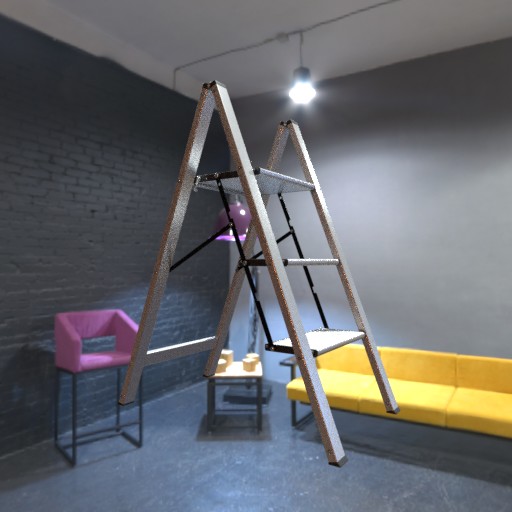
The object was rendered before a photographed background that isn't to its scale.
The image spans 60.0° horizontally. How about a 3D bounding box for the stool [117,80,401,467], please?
[{"bbox_3d":[0.000,0.000,1.326,0.730,0.902,0.441,0,-1,34],"label":"stool"}]
